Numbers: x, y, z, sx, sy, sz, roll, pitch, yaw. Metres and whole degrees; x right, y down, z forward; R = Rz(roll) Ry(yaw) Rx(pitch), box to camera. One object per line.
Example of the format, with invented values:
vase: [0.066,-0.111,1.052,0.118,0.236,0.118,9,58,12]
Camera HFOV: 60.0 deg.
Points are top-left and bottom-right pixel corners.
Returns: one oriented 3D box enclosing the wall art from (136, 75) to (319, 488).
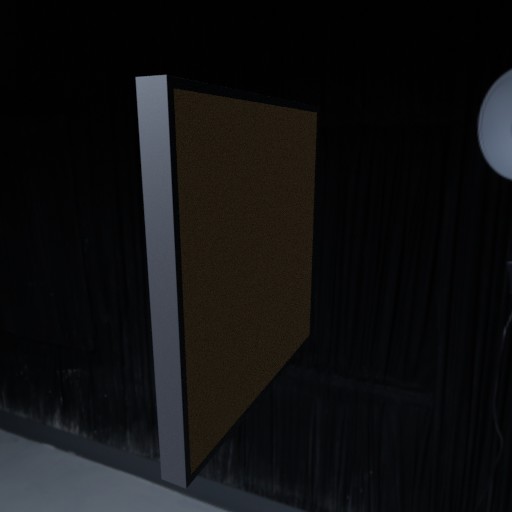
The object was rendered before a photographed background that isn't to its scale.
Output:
wall art: [0.000,0.000,0.749,0.040,0.509,0.509,7,16,25]
